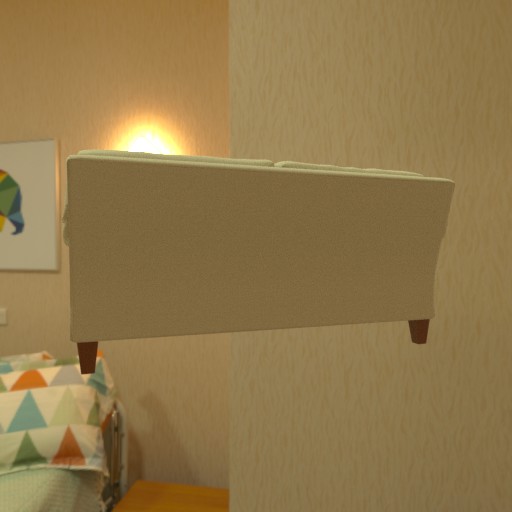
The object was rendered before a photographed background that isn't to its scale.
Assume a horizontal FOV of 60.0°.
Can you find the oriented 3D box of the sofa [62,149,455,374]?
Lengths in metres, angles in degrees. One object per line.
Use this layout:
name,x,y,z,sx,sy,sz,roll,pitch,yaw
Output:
sofa,0.000,0.000,2.739,2.159,1.087,1.086,0,1,-20
